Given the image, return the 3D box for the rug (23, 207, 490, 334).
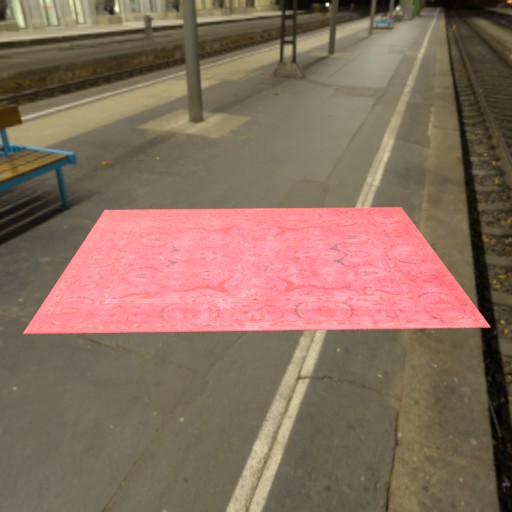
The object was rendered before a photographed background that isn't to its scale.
[{"bbox_3d":[0.000,0.000,2.960,2.423,0.010,1.534,-1,30,-1],"label":"rug"}]
